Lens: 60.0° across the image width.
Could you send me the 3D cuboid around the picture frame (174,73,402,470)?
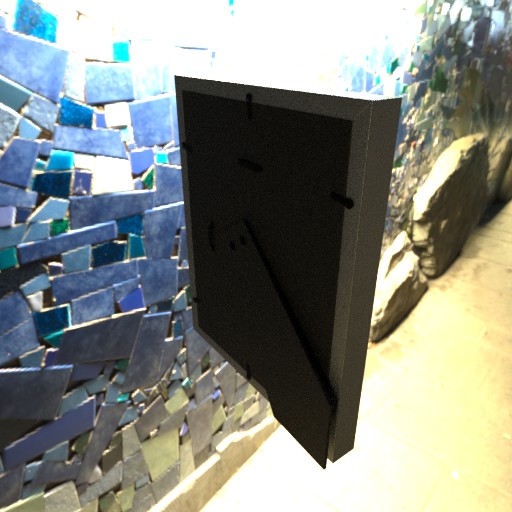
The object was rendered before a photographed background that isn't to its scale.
[{"bbox_3d":[0.000,0.000,0.388,0.036,0.282,0.233,-18,31,-32],"label":"picture frame"}]
